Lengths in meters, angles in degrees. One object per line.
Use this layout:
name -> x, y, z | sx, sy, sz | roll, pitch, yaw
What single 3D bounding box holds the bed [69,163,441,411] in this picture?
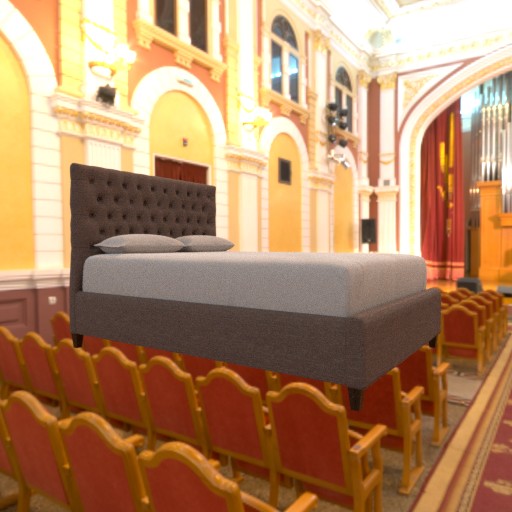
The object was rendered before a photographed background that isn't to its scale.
bed -> 0.000, 0.000, 3.447 | 2.387, 1.427, 1.698 | 1, 2, 34
